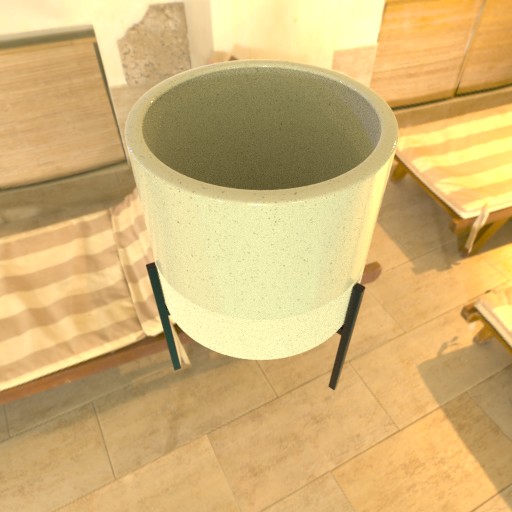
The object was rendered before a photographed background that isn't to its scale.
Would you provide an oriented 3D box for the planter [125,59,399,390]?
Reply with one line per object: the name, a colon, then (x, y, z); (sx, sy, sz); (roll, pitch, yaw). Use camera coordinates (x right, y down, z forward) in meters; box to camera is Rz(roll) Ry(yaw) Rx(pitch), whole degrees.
planter: (0.000, 0.000, 0.333); (0.159, 0.230, 0.152); (-16, 49, -15)
